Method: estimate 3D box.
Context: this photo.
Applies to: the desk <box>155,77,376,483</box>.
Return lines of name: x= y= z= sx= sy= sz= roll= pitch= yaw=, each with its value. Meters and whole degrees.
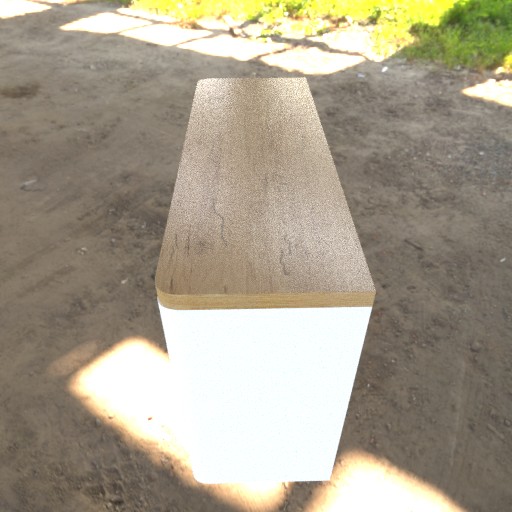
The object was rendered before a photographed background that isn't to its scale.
desk: x=0.000 y=0.000 z=1.432 sx=0.390 sy=0.760 sz=1.100 roll=-1 pitch=40 yaw=-1
